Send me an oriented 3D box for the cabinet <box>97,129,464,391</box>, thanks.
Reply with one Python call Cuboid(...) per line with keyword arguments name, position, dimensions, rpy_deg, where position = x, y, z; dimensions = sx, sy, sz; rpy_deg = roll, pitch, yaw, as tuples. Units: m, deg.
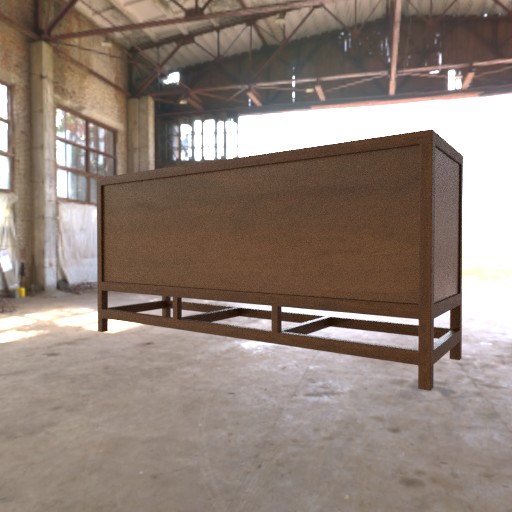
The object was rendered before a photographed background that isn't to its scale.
Cuboid(name="cabinet", position=(0.000, 0.000, 2.089), dimensions=(1.708, 0.820, 0.522), rpy_deg=(1, 1, 35))
